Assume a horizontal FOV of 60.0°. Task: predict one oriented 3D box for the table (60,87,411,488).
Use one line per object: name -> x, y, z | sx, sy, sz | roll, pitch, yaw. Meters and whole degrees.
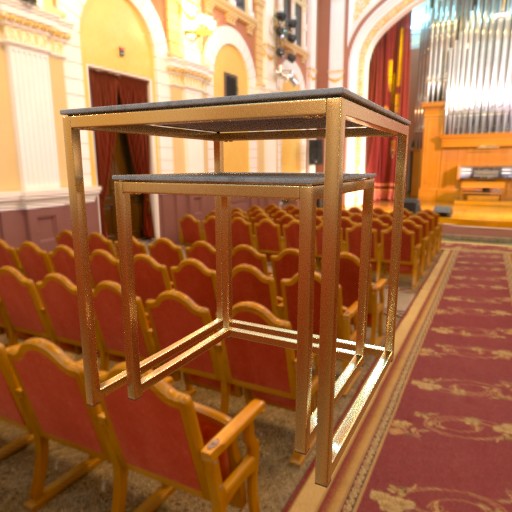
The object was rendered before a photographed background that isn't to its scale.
table -> 0.000, 0.000, 0.827 | 0.450, 0.500, 0.450 | 6, 13, 27
